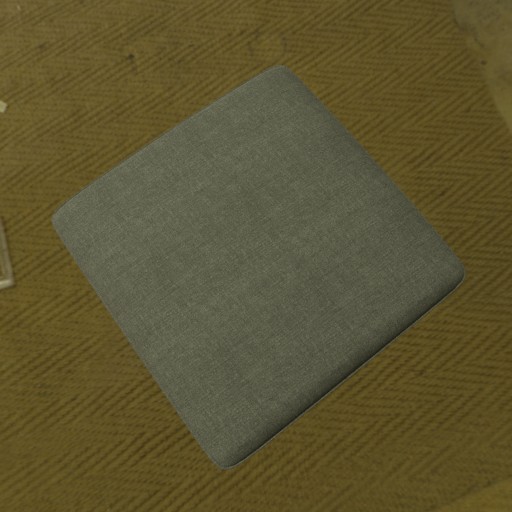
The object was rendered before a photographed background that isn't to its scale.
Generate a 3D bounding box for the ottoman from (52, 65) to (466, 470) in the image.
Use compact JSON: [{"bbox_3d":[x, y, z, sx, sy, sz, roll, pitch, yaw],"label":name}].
[{"bbox_3d":[0.000,0.000,1.689,1.067,0.559,1.067,-36,79,-8],"label":"ottoman"}]
